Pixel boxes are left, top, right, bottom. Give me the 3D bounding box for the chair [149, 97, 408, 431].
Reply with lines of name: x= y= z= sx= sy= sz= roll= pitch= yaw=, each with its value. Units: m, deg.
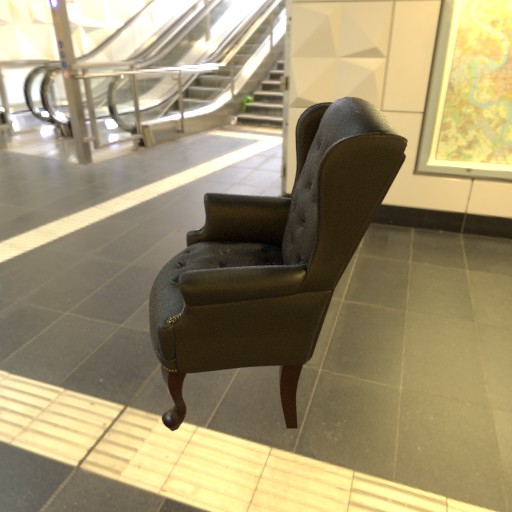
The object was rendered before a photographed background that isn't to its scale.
chair: x=0.000 y=0.000 z=1.680 sx=0.822 sy=1.133 sz=0.831 roll=0 pitch=26 yaw=0
